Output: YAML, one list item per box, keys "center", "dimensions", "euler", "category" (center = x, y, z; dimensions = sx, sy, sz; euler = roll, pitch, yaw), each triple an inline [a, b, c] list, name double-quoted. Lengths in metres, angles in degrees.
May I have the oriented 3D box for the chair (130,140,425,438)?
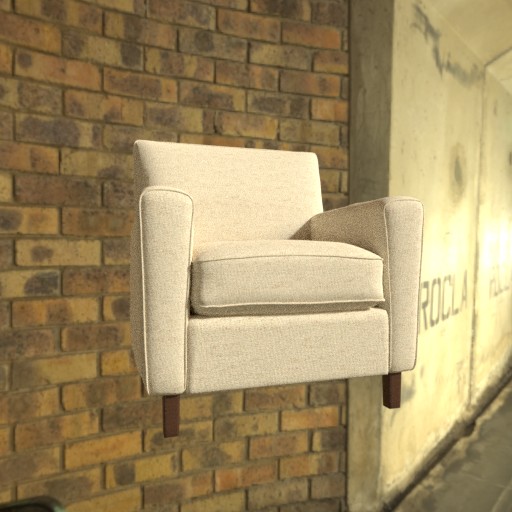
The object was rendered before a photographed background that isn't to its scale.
- center: [0.000, 0.000, 1.603]
  dimensions: [0.870, 0.943, 0.823]
  euler: [0, 1, -18]
  category: "chair"
